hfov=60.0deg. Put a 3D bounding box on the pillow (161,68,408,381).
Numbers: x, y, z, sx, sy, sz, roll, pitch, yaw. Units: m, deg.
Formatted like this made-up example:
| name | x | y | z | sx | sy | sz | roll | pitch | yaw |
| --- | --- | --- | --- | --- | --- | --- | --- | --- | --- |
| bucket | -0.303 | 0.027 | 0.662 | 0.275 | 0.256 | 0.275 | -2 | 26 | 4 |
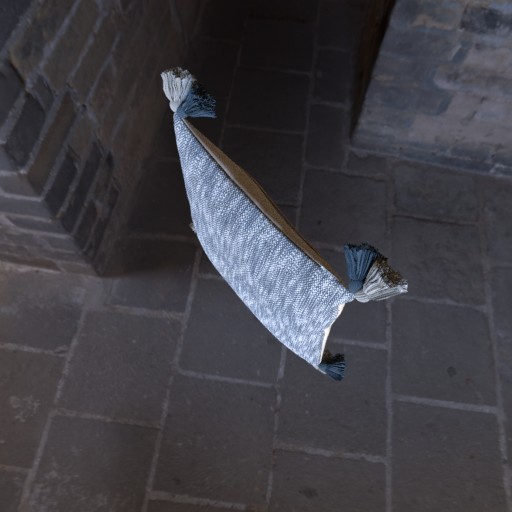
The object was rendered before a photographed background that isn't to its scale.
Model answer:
| name | x | y | z | sx | sy | sz | roll | pitch | yaw |
| --- | --- | --- | --- | --- | --- | --- | --- | --- | --- |
| pillow | 0.000 | 0.000 | 0.959 | 0.138 | 0.634 | 0.614 | -37 | 70 | -16 |
